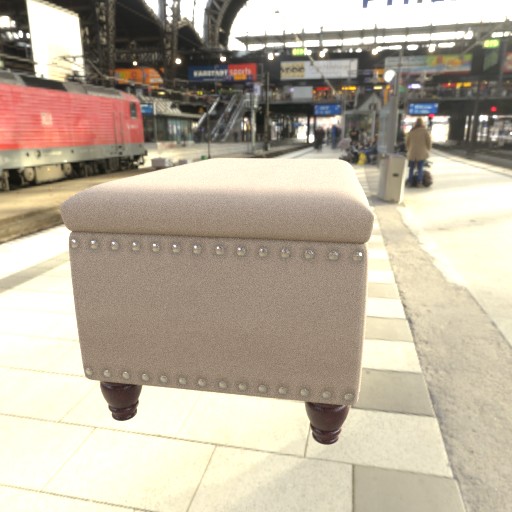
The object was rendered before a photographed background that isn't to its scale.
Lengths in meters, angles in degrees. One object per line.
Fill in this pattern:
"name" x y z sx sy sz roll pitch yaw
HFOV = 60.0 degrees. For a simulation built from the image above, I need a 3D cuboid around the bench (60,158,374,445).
"bench" 0.000 0.000 1.146 0.500 0.449 0.887 3 16 9
